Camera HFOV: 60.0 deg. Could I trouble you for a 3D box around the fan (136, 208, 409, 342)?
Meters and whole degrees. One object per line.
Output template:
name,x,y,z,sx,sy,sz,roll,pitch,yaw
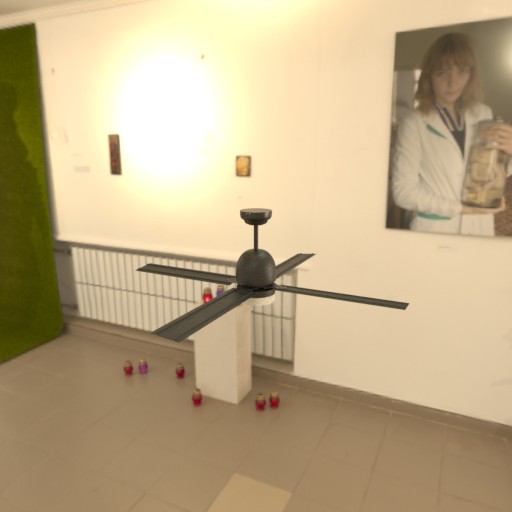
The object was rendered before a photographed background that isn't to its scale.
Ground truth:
fan,0.000,0.000,1.978,1.319,0.410,1.319,6,15,25
